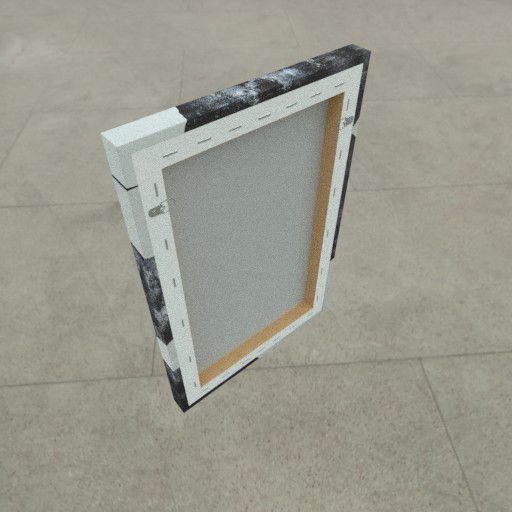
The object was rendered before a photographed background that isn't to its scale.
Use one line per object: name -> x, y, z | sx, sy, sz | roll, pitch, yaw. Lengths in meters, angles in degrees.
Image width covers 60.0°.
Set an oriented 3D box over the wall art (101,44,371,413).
wall art -> 0.000, 0.000, 0.777 | 0.407, 0.610, 0.039 | -31, 53, -27
